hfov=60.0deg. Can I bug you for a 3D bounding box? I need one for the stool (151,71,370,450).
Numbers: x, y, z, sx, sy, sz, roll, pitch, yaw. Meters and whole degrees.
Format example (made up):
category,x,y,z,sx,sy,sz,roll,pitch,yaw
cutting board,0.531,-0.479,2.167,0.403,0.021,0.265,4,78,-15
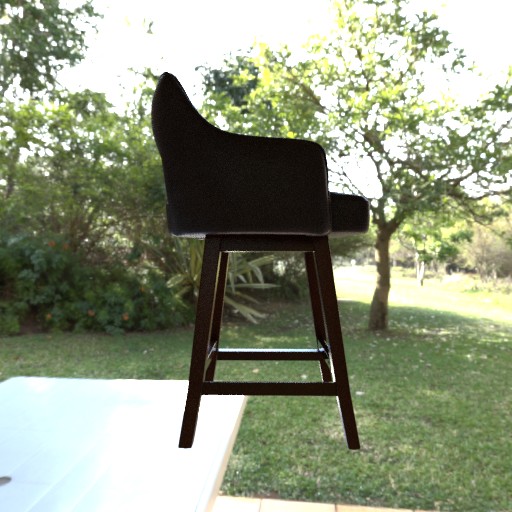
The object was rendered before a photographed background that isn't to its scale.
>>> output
category,x,y,z,sx,sy,sz,roll,pitch,yaw
stool,0.000,0.000,1.279,0.560,0.936,0.550,0,1,1
